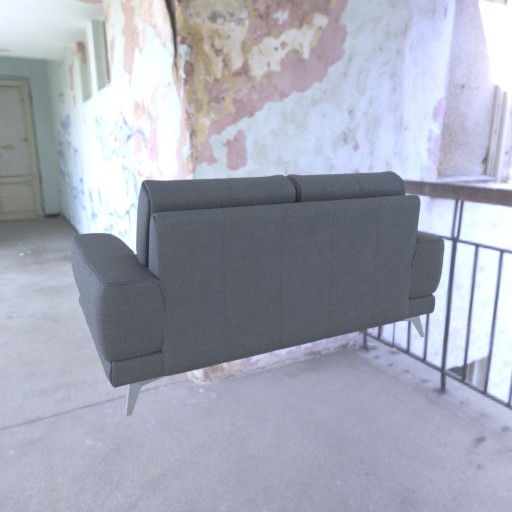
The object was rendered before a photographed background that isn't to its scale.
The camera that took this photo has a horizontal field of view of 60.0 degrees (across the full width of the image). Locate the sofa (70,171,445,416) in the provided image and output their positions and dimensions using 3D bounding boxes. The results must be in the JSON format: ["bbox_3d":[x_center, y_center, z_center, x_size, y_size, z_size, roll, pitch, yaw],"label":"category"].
[{"bbox_3d":[0.000,0.000,2.405,1.806,0.907,1.018,-7,16,-26],"label":"sofa"}]
